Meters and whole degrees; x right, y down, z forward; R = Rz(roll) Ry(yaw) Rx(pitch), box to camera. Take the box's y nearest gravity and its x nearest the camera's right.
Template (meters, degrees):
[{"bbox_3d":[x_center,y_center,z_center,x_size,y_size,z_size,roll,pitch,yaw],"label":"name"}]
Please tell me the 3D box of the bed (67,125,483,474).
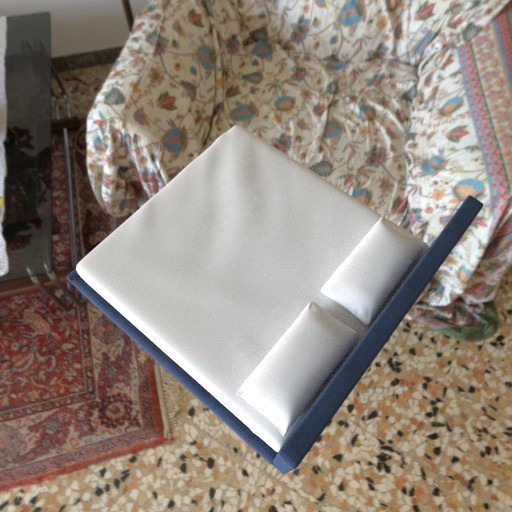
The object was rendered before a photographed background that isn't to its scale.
[{"bbox_3d":[0.000,0.000,3.425,2.232,1.231,2.096,36,68,17],"label":"bed"}]
